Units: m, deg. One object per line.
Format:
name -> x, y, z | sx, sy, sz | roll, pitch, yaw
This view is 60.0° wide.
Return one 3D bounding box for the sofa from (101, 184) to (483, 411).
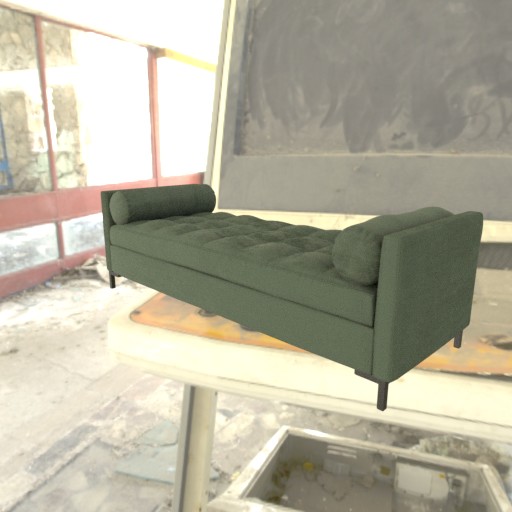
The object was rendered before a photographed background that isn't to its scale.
sofa -> 0.000, 0.000, 2.497 | 2.130, 0.681, 0.817 | 14, 20, 43
